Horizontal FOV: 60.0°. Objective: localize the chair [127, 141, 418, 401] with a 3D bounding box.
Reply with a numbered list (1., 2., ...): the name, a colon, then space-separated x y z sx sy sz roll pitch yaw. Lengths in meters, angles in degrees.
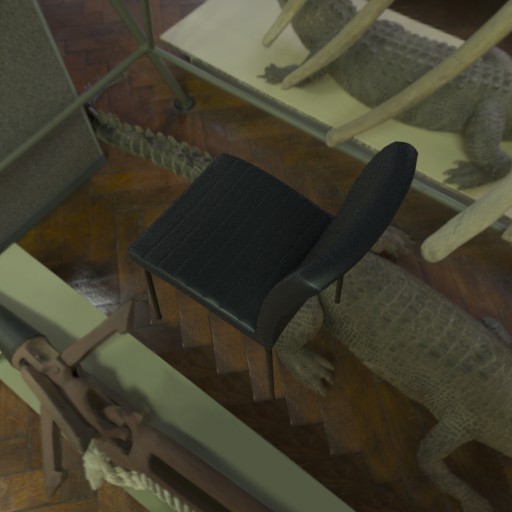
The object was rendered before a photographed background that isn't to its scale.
1. chair: 0.000 0.000 1.219 0.572 0.872 0.450 32 66 16
